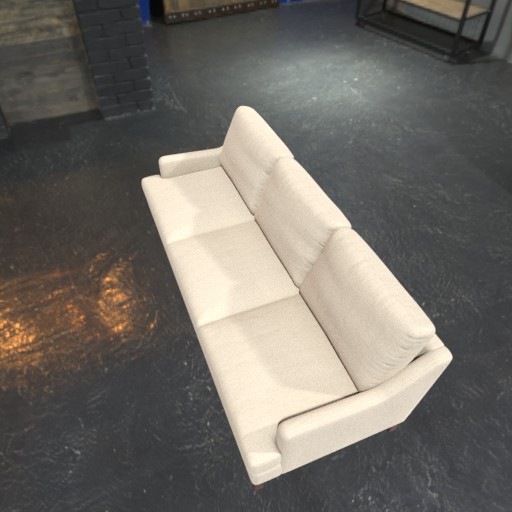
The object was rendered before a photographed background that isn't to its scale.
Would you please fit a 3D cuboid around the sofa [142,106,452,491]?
[{"bbox_3d":[0.000,0.000,2.775,1.000,0.913,2.321,-16,48,-15],"label":"sofa"}]
